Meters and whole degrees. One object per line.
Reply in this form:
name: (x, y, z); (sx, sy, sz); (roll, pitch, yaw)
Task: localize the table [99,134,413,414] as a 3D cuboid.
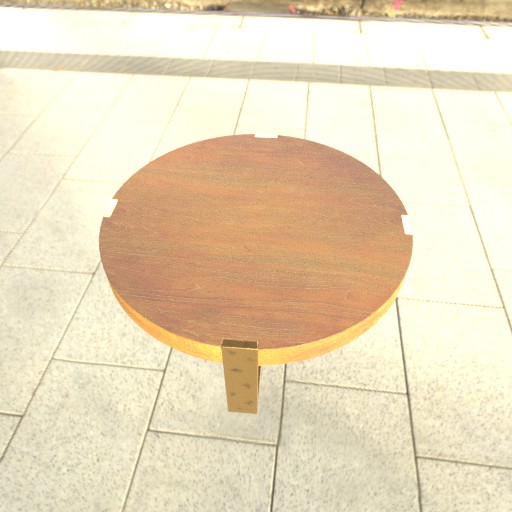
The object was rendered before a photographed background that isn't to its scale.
table: (0.000, 0.000, 1.755); (1.100, 0.420, 1.100); (0, 47, 0)
